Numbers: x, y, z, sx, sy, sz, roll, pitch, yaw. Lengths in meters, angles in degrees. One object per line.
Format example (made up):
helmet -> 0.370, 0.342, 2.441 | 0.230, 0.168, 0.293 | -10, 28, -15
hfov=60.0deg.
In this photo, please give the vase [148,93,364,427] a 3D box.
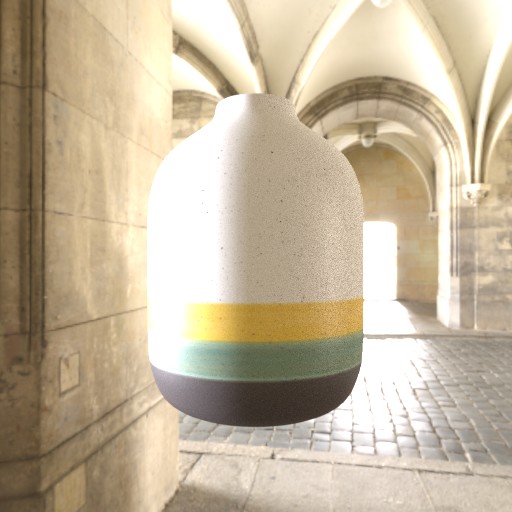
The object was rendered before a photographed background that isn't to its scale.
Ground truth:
vase -> 0.000, 0.000, 0.357 | 0.169, 0.240, 0.169 | 0, -1, 0
